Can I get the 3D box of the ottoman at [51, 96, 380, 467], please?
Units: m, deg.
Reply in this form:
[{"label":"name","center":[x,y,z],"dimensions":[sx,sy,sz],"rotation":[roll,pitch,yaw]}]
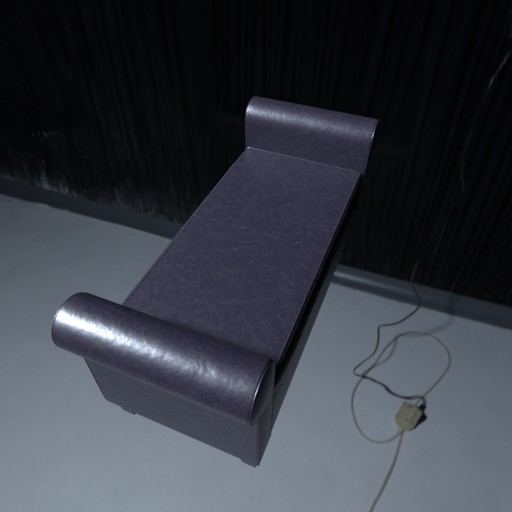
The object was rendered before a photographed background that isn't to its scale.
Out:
[{"label":"ottoman","center":[0.000,0.000,1.516],"dimensions":[0.521,0.547,1.256],"rotation":[17,48,16]}]
